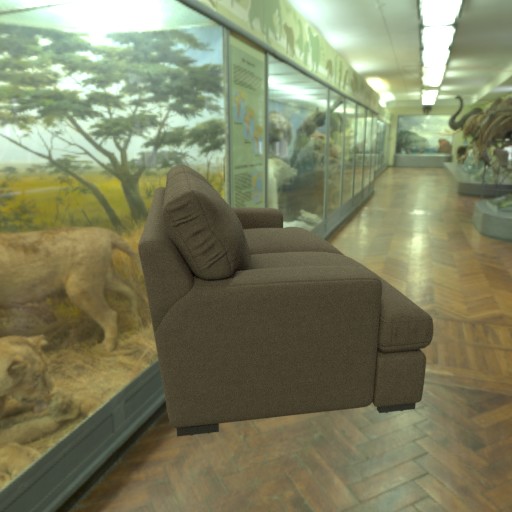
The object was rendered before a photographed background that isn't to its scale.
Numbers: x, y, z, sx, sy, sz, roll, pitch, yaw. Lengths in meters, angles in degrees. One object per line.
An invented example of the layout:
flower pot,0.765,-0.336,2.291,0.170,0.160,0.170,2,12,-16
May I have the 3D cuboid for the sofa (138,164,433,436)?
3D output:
sofa,0.000,0.000,2.506,1.140,0.950,1.869,-3,15,-10
